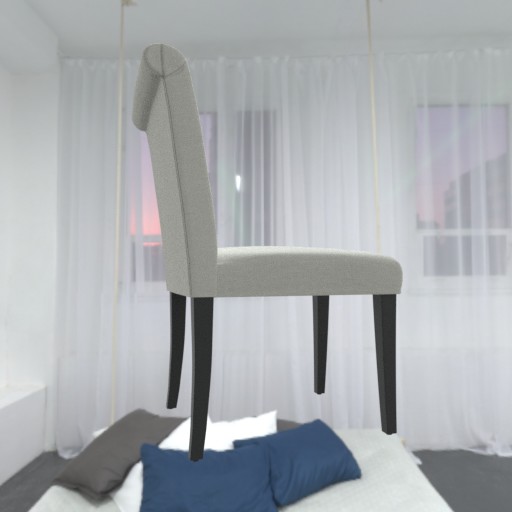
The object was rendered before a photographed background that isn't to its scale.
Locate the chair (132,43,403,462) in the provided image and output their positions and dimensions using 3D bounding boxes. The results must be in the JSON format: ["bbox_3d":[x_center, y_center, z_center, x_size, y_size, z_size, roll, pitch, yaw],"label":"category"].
[{"bbox_3d":[0.000,0.000,1.319,0.708,0.976,0.452,1,-2,-19],"label":"chair"}]
